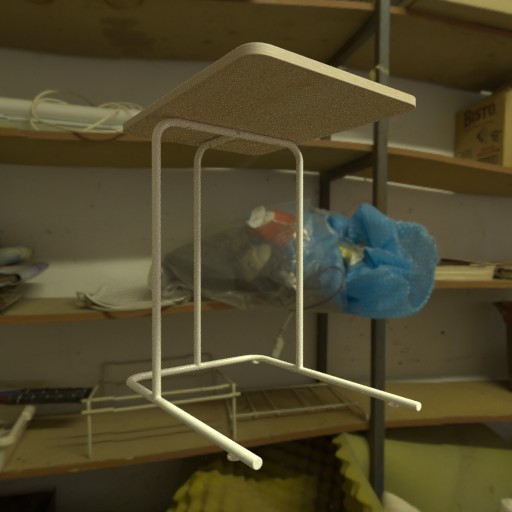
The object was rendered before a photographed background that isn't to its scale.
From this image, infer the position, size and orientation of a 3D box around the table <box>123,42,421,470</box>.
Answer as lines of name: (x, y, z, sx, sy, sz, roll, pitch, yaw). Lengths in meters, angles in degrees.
table: (0.000, 0.000, 0.860, 0.370, 0.550, 0.480, 0, 0, -37)
